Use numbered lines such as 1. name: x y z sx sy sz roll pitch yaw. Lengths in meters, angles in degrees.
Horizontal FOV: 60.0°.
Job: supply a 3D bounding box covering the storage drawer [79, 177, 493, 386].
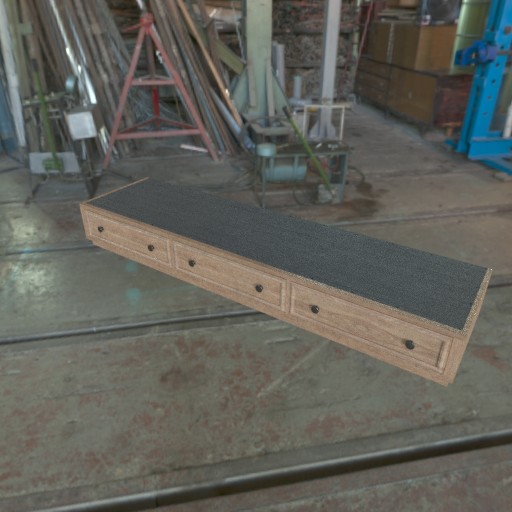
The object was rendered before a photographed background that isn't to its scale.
1. storage drawer: 0.000 0.000 2.222 2.032 0.264 0.538 18 35 29
